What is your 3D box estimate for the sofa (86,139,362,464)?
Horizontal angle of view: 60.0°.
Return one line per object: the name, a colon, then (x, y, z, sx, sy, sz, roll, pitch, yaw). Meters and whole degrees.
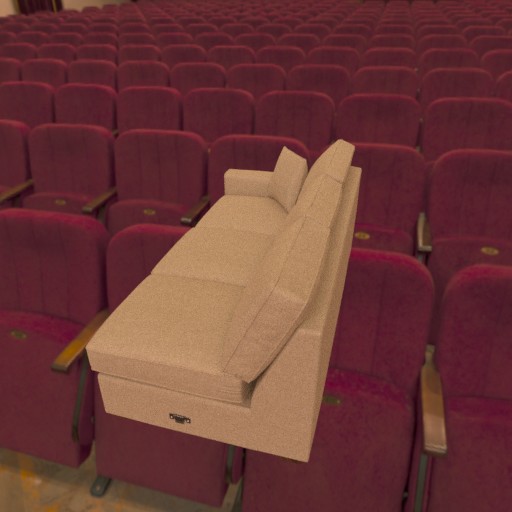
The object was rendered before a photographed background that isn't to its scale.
sofa: (0.000, 0.000, 2.602, 1.034, 0.946, 1.962, 8, 31, 14)
